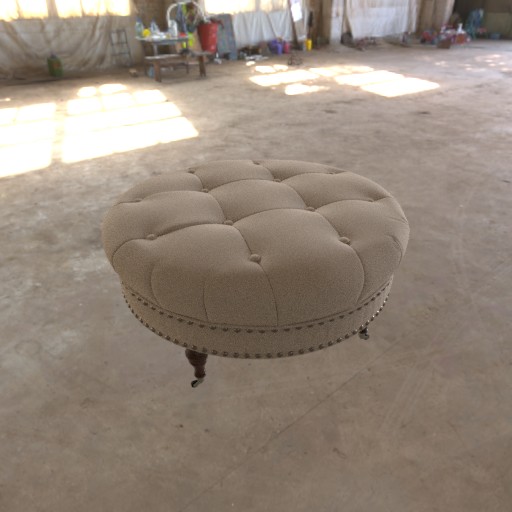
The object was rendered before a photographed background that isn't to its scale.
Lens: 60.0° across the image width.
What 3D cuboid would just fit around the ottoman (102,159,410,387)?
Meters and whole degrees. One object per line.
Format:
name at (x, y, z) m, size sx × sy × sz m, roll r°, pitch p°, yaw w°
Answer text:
ottoman at (0.000, 0.000, 1.424) m, size 0.901 × 0.439 × 0.901 m, roll 0°, pitch 31°, yaw 0°
